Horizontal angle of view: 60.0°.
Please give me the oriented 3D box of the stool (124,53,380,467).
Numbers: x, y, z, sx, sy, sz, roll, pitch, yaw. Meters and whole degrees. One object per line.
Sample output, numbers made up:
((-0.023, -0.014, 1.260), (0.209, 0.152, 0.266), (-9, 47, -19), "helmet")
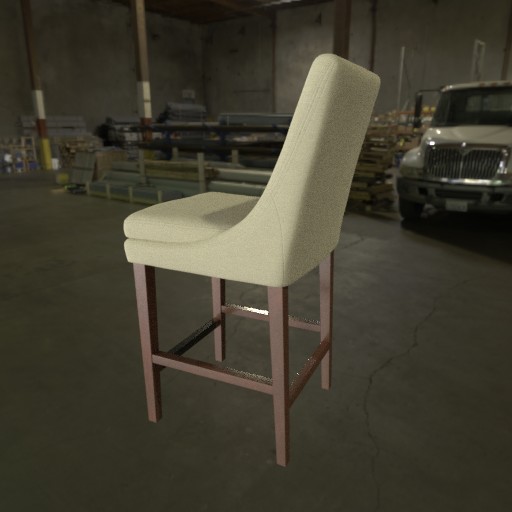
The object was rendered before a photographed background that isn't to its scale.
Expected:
((0.000, 0.000, 1.260), (0.577, 0.981, 0.470), (8, 18, 24), "stool")
